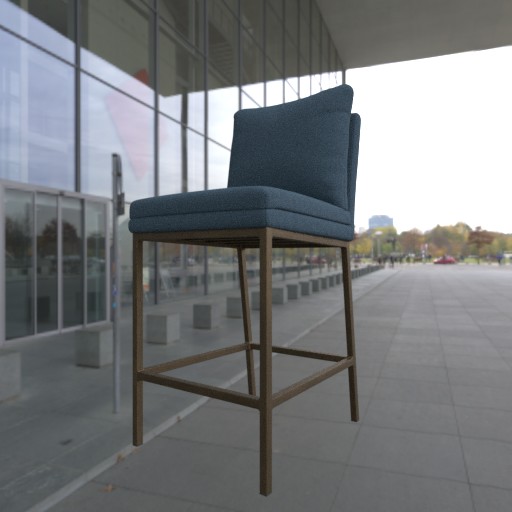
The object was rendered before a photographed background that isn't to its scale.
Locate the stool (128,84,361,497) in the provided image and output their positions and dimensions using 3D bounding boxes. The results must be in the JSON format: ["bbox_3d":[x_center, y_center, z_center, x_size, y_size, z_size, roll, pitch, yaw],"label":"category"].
[{"bbox_3d":[0.000,0.000,1.298,0.463,1.032,0.568,0,0,36],"label":"stool"}]
